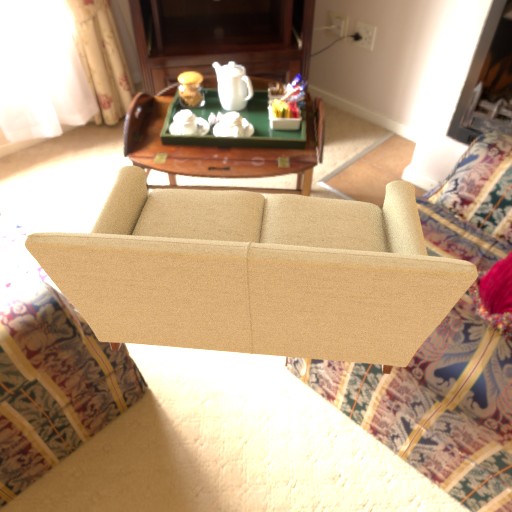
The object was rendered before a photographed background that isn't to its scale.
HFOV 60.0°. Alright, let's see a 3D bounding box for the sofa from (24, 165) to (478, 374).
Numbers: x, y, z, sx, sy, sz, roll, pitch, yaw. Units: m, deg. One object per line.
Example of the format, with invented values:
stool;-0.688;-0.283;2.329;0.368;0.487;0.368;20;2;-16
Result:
sofa;0.000;0.000;2.039;1.482;0.892;0.891;4;46;4
